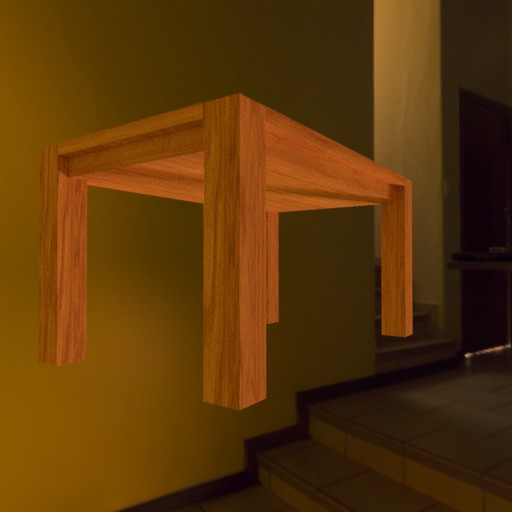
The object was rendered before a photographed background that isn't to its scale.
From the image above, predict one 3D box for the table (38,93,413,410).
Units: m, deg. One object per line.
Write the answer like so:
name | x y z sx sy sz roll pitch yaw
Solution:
table | 0.000 0.000 1.886 0.900 0.760 1.400 -1 -1 36
